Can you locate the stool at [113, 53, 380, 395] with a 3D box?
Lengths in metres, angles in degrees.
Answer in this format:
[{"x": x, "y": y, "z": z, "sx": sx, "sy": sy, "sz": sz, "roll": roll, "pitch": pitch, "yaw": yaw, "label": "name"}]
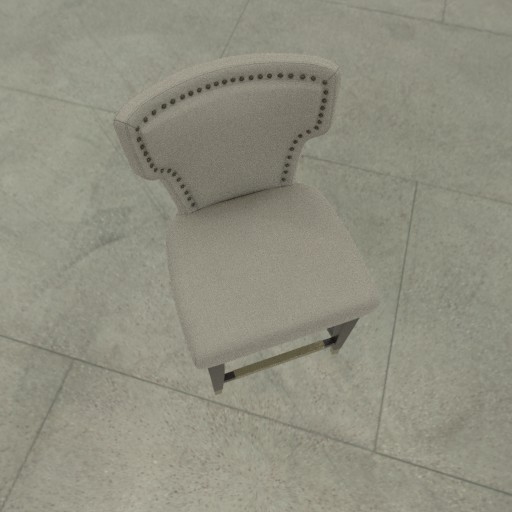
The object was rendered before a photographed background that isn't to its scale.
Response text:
[{"x": 0.000, "y": 0.000, "z": 1.322, "sx": 0.527, "sy": 0.982, "sz": 0.563, "roll": -17, "pitch": 64, "yaw": -9, "label": "stool"}]
